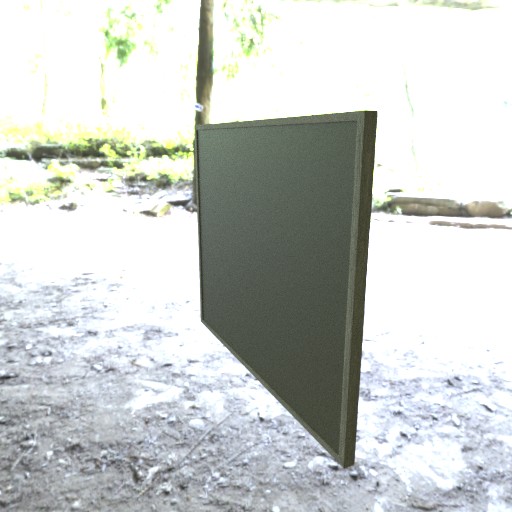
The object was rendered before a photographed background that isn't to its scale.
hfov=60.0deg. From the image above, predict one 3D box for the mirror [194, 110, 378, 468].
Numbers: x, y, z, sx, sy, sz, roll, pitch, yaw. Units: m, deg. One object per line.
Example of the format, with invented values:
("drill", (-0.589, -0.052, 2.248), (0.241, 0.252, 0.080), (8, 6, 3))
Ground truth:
("mirror", (0.000, 0.000, 1.171), (0.028, 0.689, 0.839), (-7, 16, -26))
